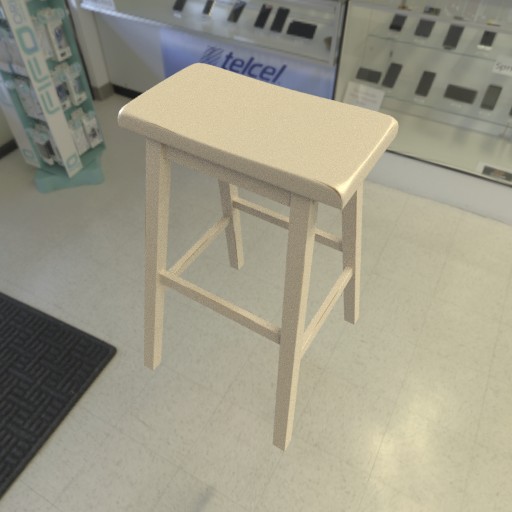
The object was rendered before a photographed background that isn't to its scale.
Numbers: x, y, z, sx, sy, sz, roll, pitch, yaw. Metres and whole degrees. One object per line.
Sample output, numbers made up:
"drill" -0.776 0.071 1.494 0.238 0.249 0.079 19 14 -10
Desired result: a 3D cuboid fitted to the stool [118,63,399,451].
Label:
"stool" 0.000 0.000 1.051 0.457 0.737 0.476 24 51 21
